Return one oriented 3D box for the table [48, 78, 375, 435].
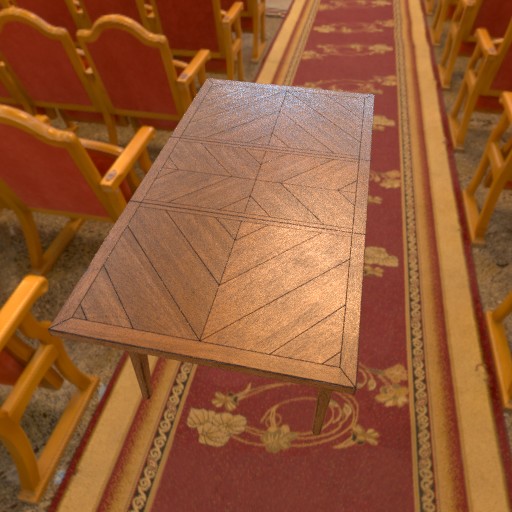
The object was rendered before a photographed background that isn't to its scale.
[{"bbox_3d":[0.000,0.000,1.789,0.757,0.760,1.400,9,47,8],"label":"table"}]
